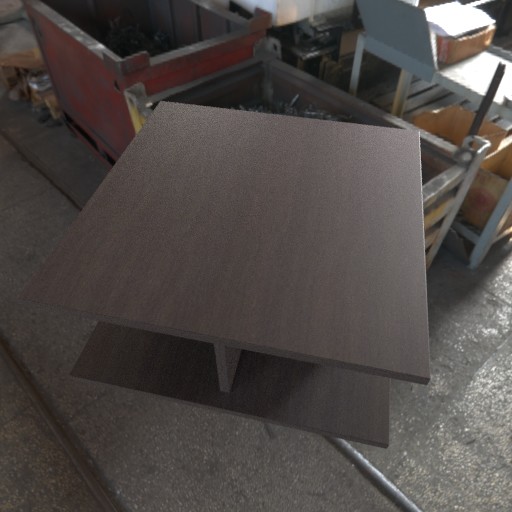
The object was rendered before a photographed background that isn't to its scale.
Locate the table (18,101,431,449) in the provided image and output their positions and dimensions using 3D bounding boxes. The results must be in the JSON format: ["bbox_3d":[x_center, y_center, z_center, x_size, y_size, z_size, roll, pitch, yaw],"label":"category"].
[{"bbox_3d":[0.000,0.000,1.184,0.762,0.396,0.762,9,49,8],"label":"table"}]
